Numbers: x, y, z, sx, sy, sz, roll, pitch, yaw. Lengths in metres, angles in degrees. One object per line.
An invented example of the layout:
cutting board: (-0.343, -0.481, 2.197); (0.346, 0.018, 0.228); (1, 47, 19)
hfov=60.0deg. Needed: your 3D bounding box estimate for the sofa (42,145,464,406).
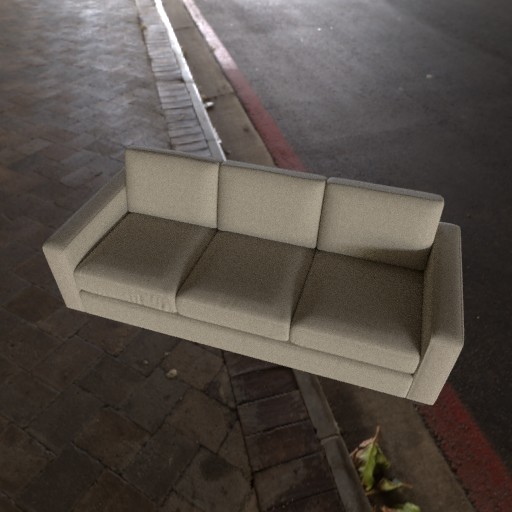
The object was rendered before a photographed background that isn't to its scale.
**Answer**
sofa: (0.000, 0.000, 2.546); (2.160, 0.800, 0.900); (12, 43, 13)
